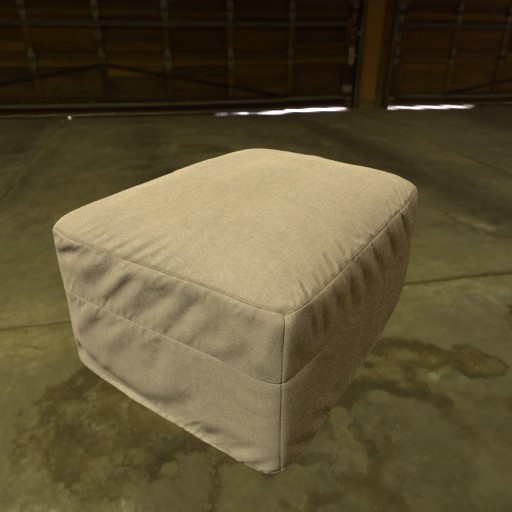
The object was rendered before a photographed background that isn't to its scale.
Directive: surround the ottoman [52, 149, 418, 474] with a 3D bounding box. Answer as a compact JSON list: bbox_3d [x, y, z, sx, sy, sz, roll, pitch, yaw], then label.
[{"bbox_3d":[0.000,0.000,1.231,0.683,0.481,0.837,16,31,29],"label":"ottoman"}]
